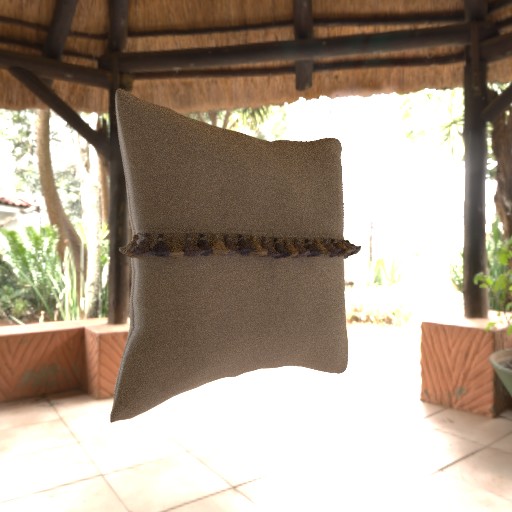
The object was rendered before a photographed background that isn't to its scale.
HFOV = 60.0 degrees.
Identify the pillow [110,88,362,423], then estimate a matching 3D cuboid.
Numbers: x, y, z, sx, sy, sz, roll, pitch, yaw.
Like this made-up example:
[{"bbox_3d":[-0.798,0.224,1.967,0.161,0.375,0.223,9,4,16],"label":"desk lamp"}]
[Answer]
[{"bbox_3d":[0.000,0.000,0.761,0.489,0.481,0.165,0,0,-36],"label":"pillow"}]
